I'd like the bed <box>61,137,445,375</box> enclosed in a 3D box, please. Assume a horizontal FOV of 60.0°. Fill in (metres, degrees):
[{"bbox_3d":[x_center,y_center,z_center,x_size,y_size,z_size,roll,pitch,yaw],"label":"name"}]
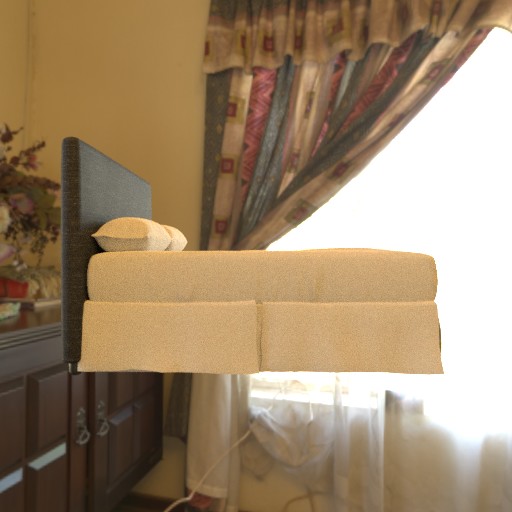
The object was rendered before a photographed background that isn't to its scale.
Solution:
[{"bbox_3d":[0.000,0.000,3.244,2.142,1.330,1.723,0,0,0],"label":"bed"}]
